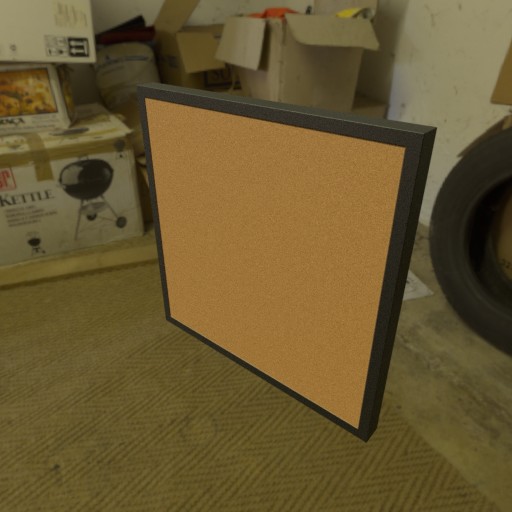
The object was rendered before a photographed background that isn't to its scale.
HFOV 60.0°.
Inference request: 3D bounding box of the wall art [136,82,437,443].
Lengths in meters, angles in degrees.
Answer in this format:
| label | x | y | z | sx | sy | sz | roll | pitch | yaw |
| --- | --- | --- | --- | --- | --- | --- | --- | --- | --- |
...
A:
| label | x | y | z | sx | sy | sz | roll | pitch | yaw |
| --- | --- | --- | --- | --- | --- | --- | --- | --- | --- |
| wall art | 0.000 | 0.000 | 0.757 | 0.506 | 0.506 | 0.037 | 23 | 37 | 34 |
